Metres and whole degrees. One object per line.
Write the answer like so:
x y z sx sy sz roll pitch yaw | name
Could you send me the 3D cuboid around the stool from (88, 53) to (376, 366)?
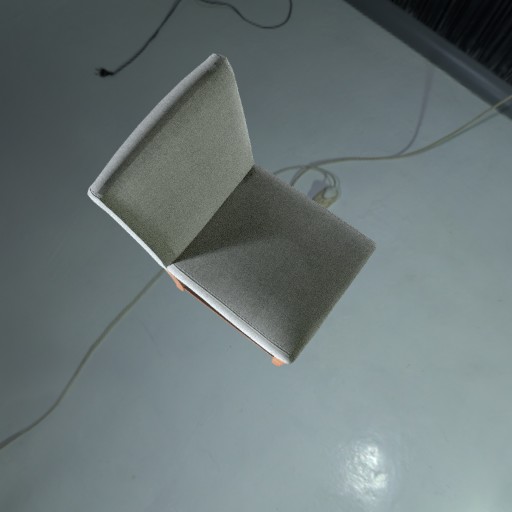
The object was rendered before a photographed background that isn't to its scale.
0.000 0.000 1.407 0.570 1.088 0.439 36 78 9 | stool
